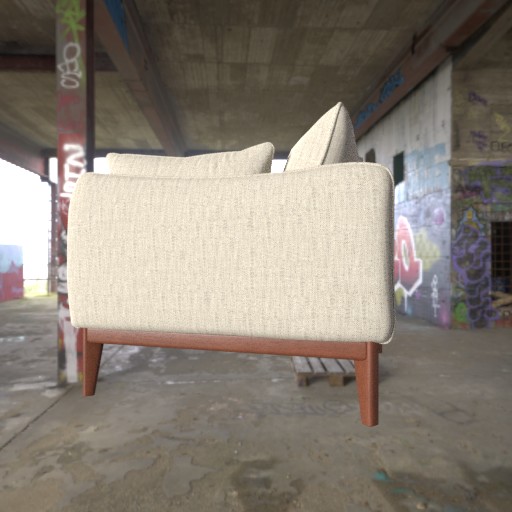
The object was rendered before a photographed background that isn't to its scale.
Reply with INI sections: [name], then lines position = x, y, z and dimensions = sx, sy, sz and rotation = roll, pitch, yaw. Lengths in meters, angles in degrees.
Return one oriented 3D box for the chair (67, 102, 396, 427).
[chair]
position = 0.000, 0.000, 1.672
dimensions = 0.991, 0.855, 0.994
rotation = 0, 0, 16
